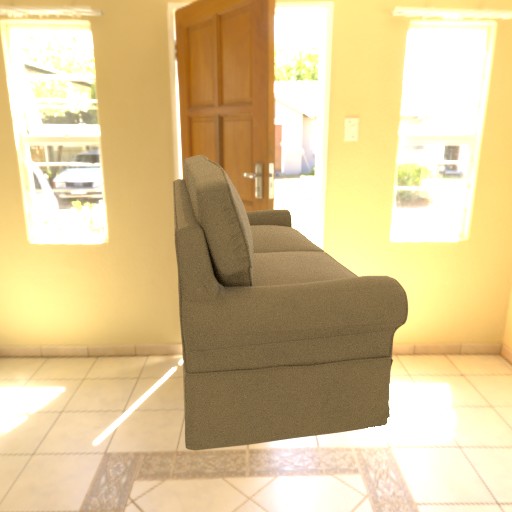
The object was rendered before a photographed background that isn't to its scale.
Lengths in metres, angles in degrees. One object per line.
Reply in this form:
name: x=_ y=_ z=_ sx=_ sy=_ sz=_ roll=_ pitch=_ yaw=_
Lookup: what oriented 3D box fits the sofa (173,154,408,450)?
sofa: x=0.000 y=0.000 z=2.375 sx=0.841 sy=1.024 sz=1.823 roll=-3 pitch=16 yaw=-10
